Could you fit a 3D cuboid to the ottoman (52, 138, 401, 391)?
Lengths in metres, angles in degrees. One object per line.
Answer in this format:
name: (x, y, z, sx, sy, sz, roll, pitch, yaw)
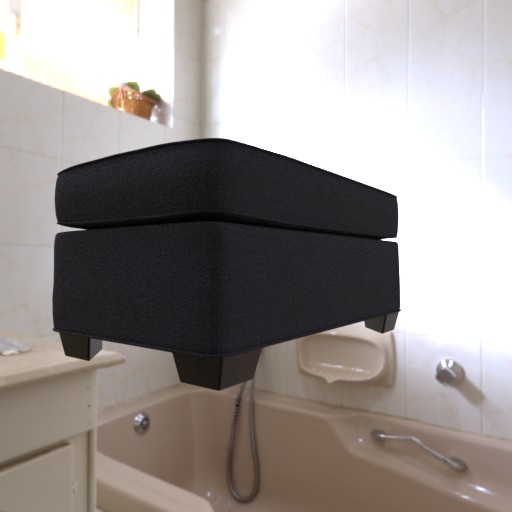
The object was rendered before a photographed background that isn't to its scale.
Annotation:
ottoman: (0.000, 0.000, 1.184, 0.505, 0.453, 0.895, -1, -1, 37)
